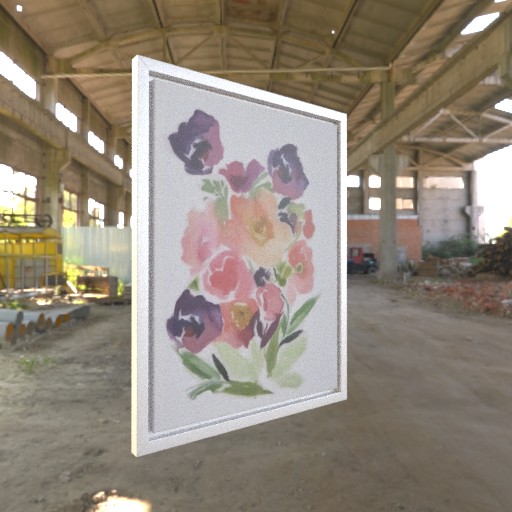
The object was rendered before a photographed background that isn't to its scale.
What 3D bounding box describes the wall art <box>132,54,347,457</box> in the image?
[{"bbox_3d":[0.000,0.000,1.416,0.805,1.056,0.042,0,0,-36],"label":"wall art"}]
